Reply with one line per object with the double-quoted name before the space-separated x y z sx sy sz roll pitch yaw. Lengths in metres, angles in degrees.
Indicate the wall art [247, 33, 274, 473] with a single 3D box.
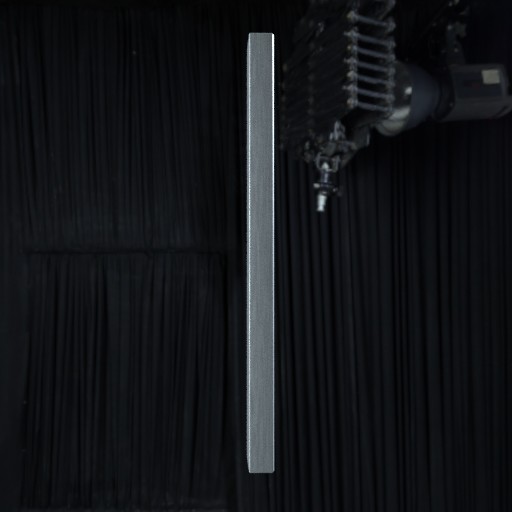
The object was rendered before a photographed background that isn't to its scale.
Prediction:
"wall art" 0.000 0.000 0.738 0.028 0.457 0.556 0 -1 -1
